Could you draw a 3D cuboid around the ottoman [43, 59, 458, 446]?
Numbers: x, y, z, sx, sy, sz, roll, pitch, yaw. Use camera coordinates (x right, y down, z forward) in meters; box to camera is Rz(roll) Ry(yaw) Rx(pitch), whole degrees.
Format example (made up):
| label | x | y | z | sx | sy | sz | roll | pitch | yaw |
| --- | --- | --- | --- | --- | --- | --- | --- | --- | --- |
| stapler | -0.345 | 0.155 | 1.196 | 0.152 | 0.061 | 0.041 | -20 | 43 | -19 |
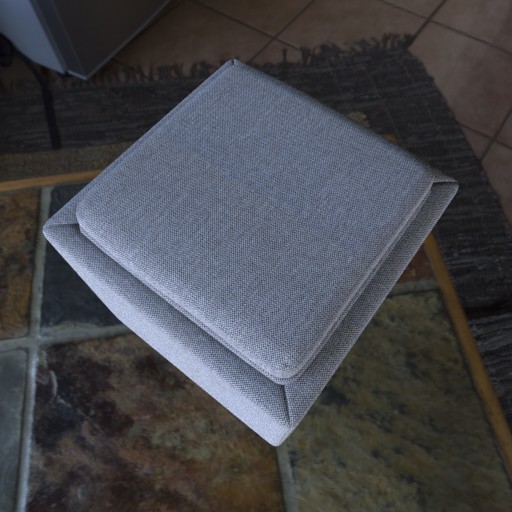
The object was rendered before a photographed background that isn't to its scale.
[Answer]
| label | x | y | z | sx | sy | sz | roll | pitch | yaw |
| --- | --- | --- | --- | --- | --- | --- | --- | --- | --- |
| ottoman | 0.000 | 0.000 | 0.804 | 0.450 | 0.460 | 0.450 | 35 | 69 | 16 |
